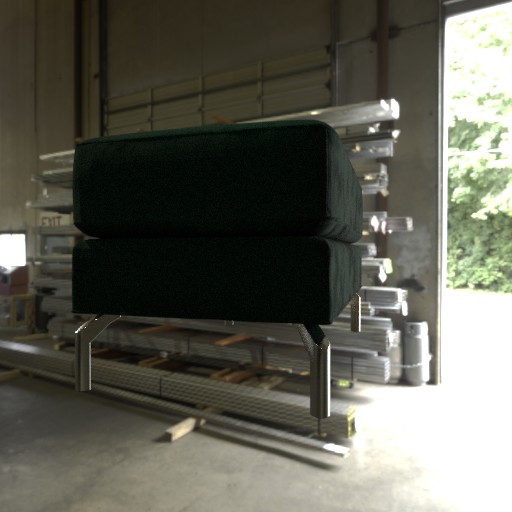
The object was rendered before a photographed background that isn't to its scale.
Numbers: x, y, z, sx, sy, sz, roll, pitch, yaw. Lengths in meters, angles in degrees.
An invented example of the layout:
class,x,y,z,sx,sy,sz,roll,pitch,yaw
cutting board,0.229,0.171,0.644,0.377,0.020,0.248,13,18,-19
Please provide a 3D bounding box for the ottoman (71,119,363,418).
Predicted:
class,x,y,z,sx,sy,sz,roll,pitch,yaw
ottoman,0.000,0.000,1.224,0.536,0.533,0.886,0,0,17
